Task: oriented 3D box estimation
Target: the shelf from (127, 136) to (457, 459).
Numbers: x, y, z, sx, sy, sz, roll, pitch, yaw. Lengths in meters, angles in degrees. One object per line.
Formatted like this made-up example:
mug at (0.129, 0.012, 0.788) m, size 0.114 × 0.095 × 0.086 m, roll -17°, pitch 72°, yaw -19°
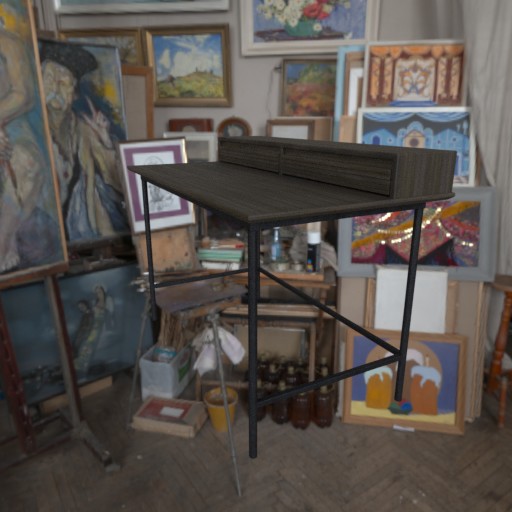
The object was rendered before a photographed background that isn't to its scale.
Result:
shelf at (0.000, 0.000, 1.755) m, size 0.685 × 0.865 × 1.212 m, roll -9°, pitch 20°, yaw -27°
